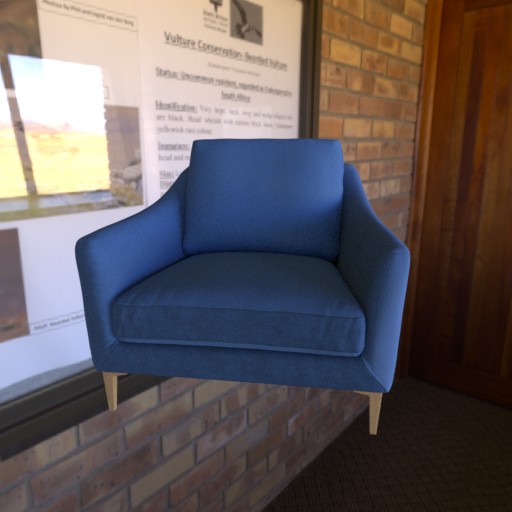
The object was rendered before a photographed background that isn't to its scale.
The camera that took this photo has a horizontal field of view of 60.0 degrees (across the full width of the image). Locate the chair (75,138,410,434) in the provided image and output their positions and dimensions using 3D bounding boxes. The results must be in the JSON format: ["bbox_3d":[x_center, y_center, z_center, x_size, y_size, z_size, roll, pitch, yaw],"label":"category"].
[{"bbox_3d":[0.000,0.000,1.742,0.987,0.899,0.961,2,14,8],"label":"chair"}]
